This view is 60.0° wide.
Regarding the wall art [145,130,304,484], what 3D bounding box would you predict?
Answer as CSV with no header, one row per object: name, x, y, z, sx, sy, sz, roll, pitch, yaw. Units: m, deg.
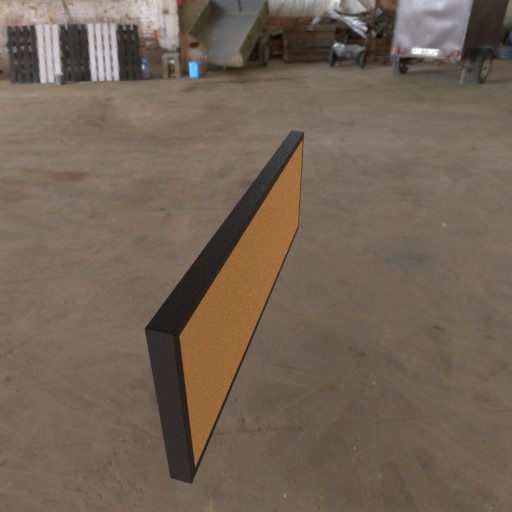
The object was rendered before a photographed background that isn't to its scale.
wall art,0.000,0.000,0.956,0.037,0.303,0.860,8,33,13
